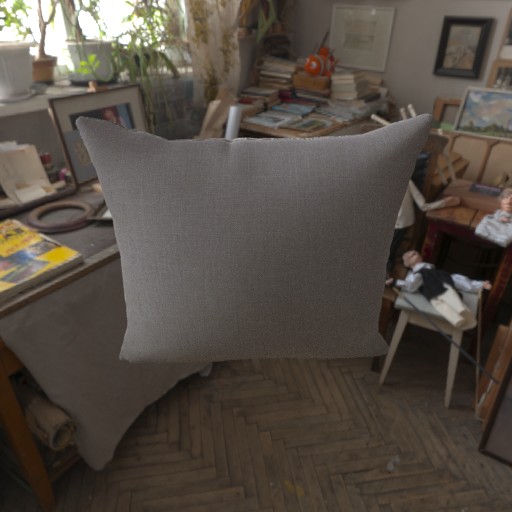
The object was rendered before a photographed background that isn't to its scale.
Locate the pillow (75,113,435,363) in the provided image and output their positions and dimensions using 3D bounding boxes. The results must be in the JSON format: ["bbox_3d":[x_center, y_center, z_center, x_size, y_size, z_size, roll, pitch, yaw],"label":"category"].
[{"bbox_3d":[0.000,0.000,0.779,0.546,0.487,0.180,-2,31,-3],"label":"pillow"}]
